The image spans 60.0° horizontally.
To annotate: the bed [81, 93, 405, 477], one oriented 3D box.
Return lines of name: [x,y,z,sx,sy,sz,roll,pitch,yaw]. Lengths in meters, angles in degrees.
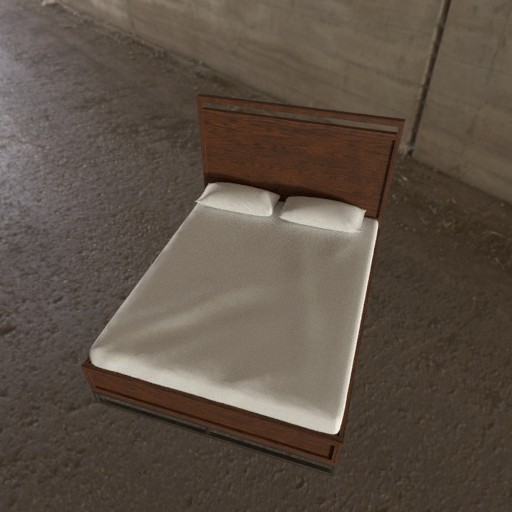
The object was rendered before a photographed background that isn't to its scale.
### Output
bed: [0.000,0.000,3.377,1.765,1.487,2.218,12,42,13]
